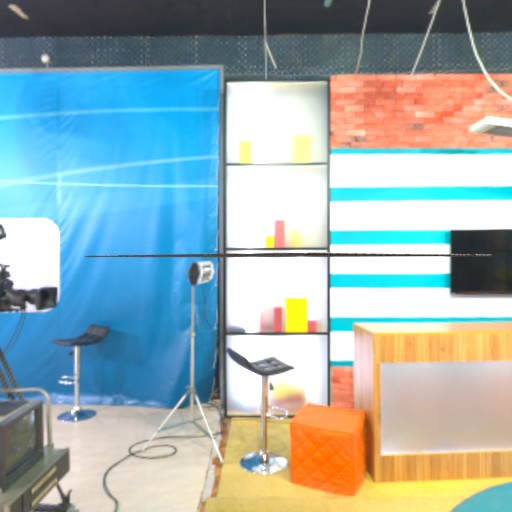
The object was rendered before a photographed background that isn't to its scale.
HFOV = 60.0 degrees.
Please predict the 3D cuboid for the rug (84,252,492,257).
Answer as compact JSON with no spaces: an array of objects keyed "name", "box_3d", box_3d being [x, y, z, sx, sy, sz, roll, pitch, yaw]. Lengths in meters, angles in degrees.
[{"name":"rug","box_3d":[0.000,0.000,3.008,1.517,0.011,2.435,0,0,-39]}]
